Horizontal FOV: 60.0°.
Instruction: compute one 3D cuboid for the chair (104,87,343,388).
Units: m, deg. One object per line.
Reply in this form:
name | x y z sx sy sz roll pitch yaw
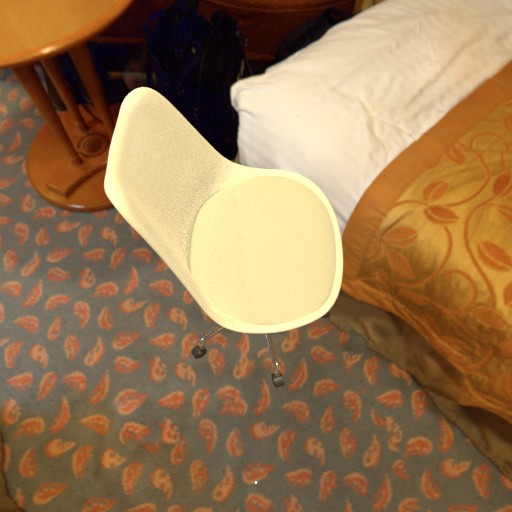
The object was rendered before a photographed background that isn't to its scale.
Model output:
chair | 0.000 0.000 1.236 0.550 0.930 0.550 1 63 1
